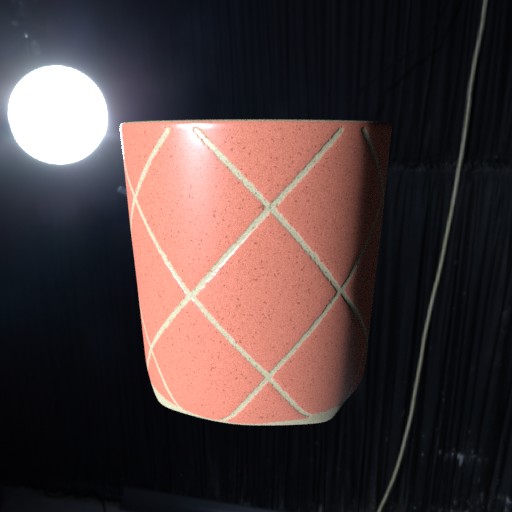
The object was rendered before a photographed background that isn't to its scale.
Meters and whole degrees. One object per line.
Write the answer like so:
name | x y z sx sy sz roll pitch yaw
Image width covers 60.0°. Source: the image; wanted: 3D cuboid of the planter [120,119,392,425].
planter | 0.000 0.000 0.350 0.191 0.200 0.191 0 15 0
